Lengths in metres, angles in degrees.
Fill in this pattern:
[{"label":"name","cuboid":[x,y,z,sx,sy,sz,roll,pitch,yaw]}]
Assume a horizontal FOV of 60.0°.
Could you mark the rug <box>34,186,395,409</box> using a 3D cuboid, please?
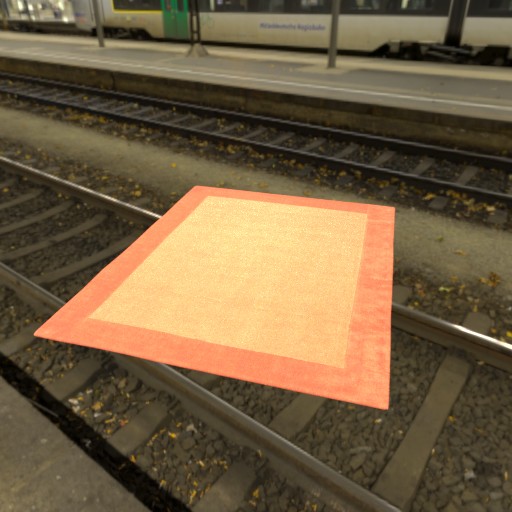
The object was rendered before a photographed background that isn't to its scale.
[{"label":"rug","cuboid":[0.000,0.000,4.059,2.430,0.018,2.976,8,31,14]}]
